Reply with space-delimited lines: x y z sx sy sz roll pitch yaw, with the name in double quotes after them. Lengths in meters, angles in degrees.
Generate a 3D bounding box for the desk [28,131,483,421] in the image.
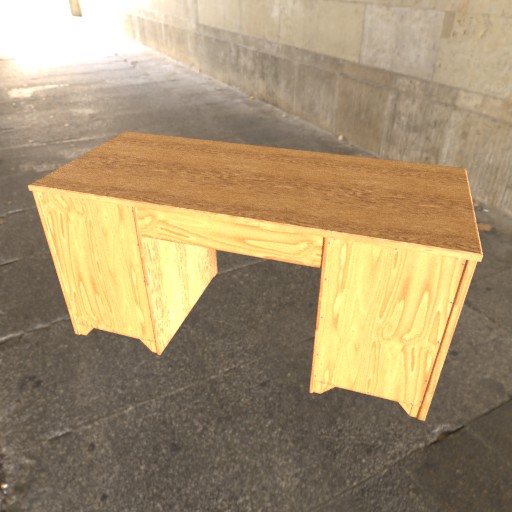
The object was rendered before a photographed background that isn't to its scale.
0.000 0.000 1.930 1.567 0.751 0.685 10 35 15 "desk"
